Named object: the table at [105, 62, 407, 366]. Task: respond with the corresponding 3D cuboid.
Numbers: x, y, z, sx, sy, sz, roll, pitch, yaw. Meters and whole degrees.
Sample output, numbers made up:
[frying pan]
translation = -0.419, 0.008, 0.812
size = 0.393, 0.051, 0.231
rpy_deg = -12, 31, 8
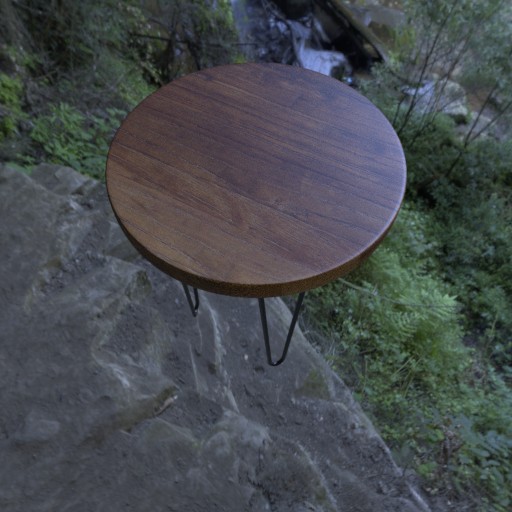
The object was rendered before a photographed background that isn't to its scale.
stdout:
[table]
translation = 0.000, 0.000, 0.813
size = 0.400, 0.520, 0.400
rpy_deg = 0, 58, 0
